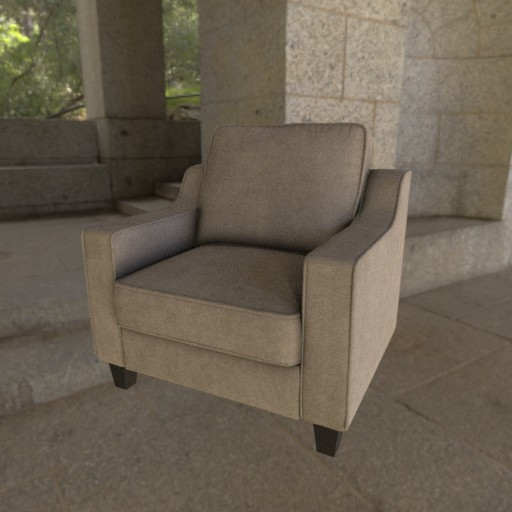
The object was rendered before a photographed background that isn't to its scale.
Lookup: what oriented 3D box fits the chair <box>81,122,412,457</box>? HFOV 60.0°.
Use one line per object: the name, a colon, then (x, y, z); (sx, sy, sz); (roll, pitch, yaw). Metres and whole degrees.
chair: (0.000, 0.000, 1.620); (0.926, 0.944, 0.840); (7, 17, 26)
